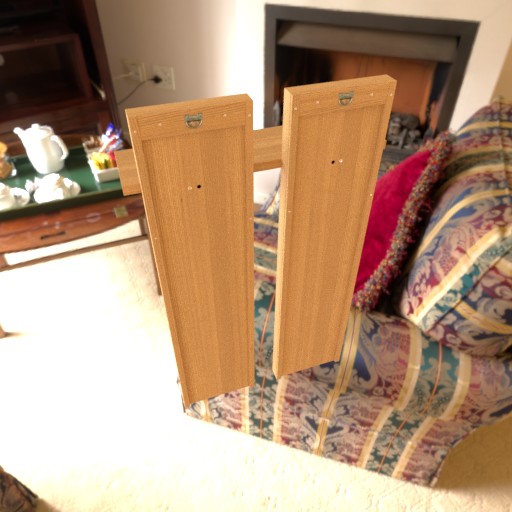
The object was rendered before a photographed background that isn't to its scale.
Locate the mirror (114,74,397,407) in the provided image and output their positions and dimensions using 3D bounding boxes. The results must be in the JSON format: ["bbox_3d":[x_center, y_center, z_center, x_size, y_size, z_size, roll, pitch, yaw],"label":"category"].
[{"bbox_3d":[0.000,0.000,1.596,0.800,1.250,0.260,-13,43,-14],"label":"mirror"}]
